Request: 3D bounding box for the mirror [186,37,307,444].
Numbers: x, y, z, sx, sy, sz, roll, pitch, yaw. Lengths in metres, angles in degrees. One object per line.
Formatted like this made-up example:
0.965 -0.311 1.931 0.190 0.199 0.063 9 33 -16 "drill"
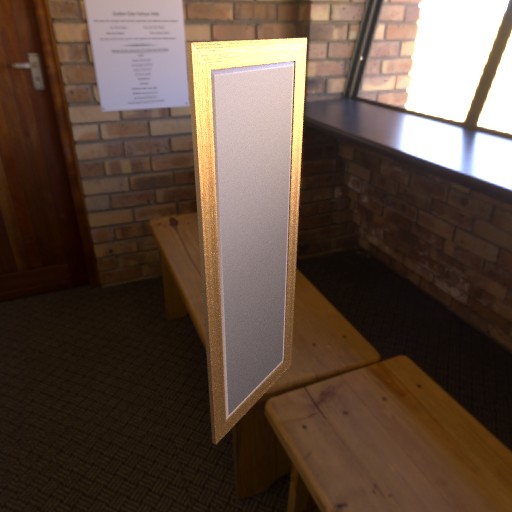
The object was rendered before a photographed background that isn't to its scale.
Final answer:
0.000 0.000 2.315 0.025 2.031 0.812 18 33 31 "mirror"
